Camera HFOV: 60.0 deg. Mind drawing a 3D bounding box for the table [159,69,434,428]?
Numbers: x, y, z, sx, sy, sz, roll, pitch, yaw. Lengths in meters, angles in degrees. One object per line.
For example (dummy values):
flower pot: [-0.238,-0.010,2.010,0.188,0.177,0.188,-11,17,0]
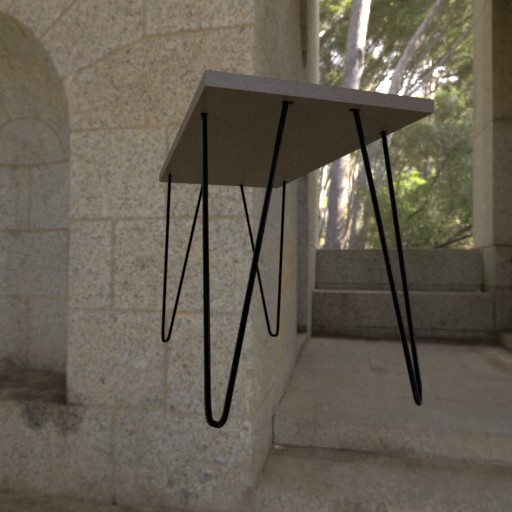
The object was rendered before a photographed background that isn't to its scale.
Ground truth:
table: [0.000,0.000,1.350,0.499,0.660,0.991,0,-1,-17]
